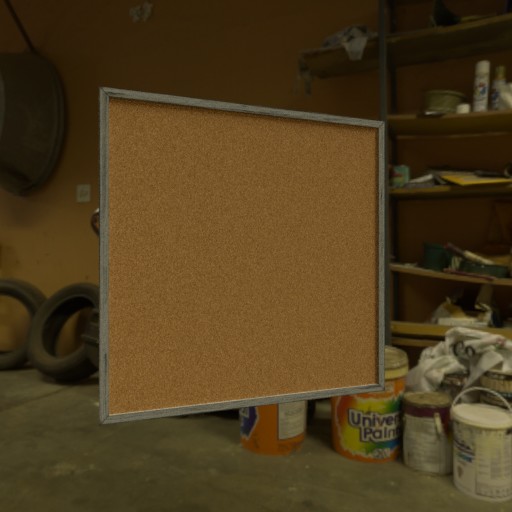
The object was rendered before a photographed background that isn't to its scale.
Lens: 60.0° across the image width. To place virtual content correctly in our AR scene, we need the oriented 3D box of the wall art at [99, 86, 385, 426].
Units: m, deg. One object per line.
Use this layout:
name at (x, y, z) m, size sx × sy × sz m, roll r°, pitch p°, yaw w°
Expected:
wall art at (0.000, 0.000, 1.140) m, size 0.761 × 0.761 × 0.037 m, roll 0°, pitch 0°, yaw -20°
